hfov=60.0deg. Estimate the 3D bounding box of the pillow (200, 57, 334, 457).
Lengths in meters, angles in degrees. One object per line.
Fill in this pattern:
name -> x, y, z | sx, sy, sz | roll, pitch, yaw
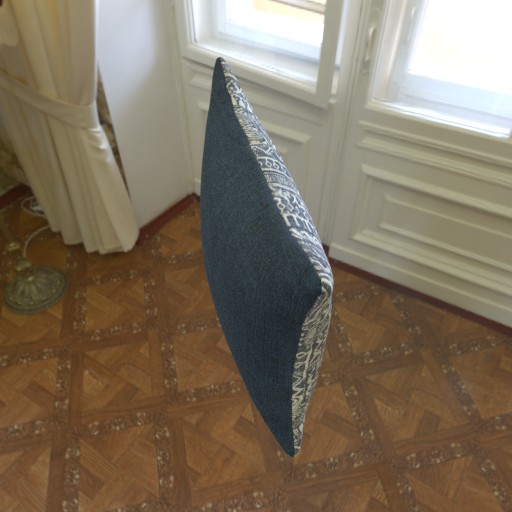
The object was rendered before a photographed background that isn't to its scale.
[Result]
pillow -> 0.000, 0.000, 0.783 | 0.180, 0.487, 0.546 | -11, 48, -10
